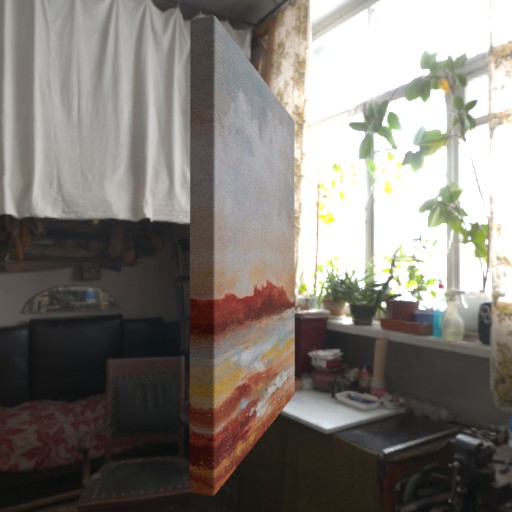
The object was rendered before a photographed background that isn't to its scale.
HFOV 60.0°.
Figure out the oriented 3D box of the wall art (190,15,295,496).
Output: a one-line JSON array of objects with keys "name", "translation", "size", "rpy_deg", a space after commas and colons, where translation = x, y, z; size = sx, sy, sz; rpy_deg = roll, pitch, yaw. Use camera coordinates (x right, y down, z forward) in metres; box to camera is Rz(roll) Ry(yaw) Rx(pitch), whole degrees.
[{"name": "wall art", "translation": [0.000, 0.000, 0.770], "size": [0.035, 0.605, 0.443], "rpy_deg": [0, -1, 18]}]
